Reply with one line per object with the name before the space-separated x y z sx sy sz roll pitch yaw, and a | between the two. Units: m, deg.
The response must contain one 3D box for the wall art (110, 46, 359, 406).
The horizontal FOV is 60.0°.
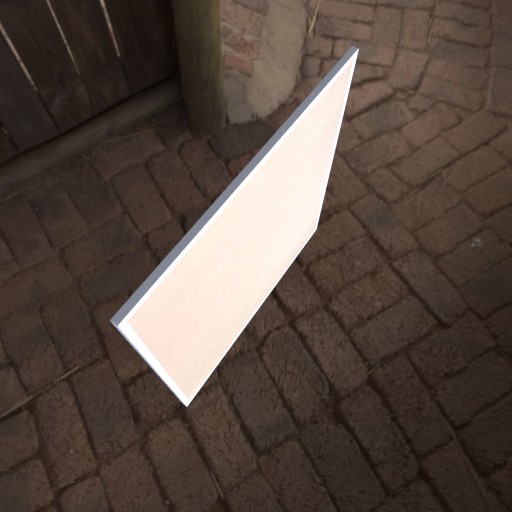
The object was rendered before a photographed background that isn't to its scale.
wall art | 0.000 0.000 0.846 0.012 0.557 0.557 31 67 15
